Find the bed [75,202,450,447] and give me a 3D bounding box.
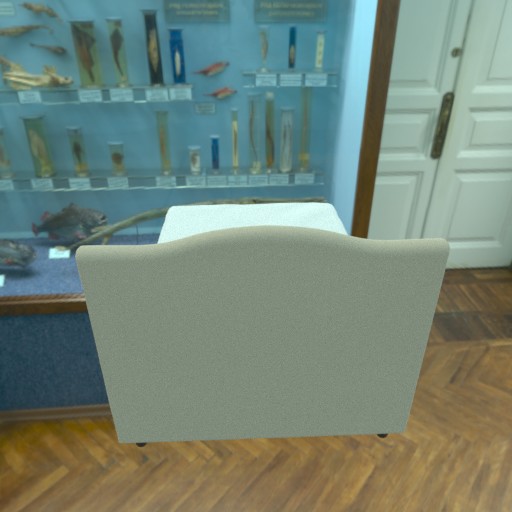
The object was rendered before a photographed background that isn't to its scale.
[{"bbox_3d":[0.000,0.000,3.269,1.753,1.460,2.143,-1,30,-2],"label":"bed"}]
